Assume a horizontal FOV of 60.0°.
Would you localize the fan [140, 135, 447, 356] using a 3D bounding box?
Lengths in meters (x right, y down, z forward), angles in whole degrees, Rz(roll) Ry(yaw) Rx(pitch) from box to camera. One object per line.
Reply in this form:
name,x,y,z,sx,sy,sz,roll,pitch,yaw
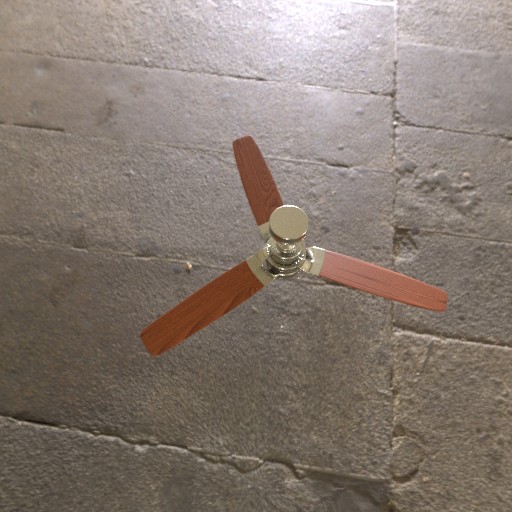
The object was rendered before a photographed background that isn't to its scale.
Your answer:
fan,0.000,0.000,2.077,1.271,0.410,1.416,-33,67,-16
